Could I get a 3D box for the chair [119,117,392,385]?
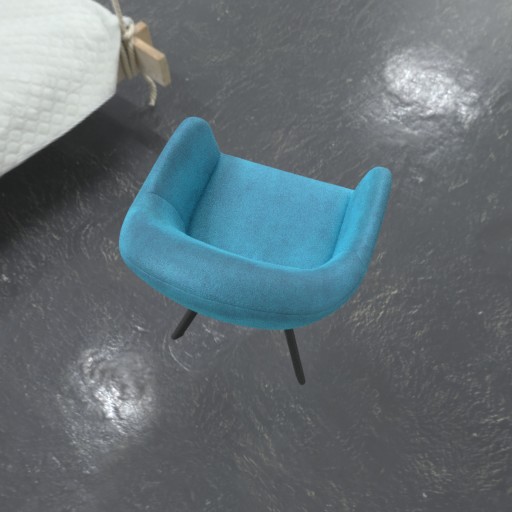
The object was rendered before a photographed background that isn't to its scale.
[{"bbox_3d":[0.000,0.000,1.167,0.540,0.780,0.570,17,65,8],"label":"chair"}]
